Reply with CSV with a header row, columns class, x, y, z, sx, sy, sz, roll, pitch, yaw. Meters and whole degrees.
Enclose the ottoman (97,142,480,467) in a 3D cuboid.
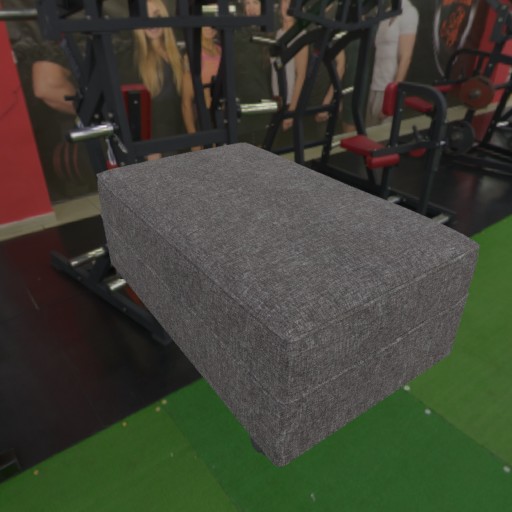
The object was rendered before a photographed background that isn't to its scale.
class,x,y,z,sx,sy,sz,roll,pitch,yaw
ottoman,0.000,0.000,1.532,0.717,0.487,1.184,-20,36,-30
